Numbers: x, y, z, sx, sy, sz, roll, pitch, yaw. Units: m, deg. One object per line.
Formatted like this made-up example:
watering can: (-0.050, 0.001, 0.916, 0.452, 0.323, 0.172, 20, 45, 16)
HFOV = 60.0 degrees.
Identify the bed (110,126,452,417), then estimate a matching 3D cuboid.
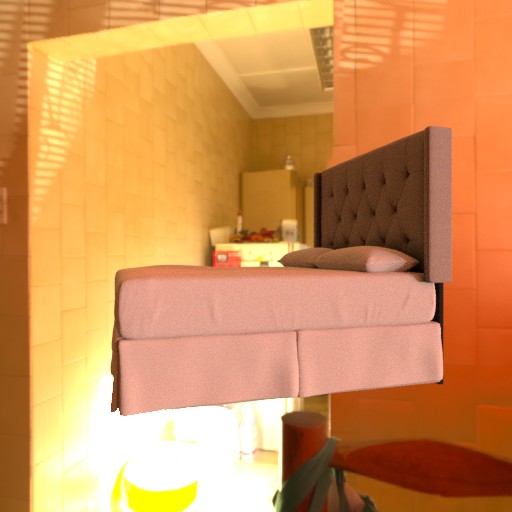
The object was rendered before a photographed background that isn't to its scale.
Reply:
bed: (0.000, 0.000, 3.308, 2.066, 1.665, 1.719, 0, 0, -18)
